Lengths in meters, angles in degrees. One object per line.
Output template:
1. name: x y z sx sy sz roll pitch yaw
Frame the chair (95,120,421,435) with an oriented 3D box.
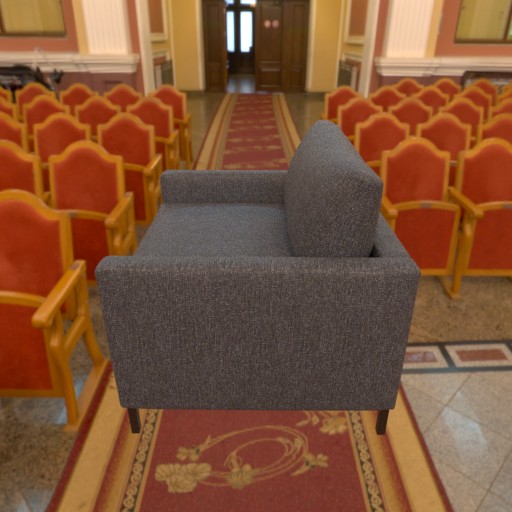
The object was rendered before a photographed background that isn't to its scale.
1. chair: 0.000 0.000 1.633 0.866 0.861 0.963 0 27 0
